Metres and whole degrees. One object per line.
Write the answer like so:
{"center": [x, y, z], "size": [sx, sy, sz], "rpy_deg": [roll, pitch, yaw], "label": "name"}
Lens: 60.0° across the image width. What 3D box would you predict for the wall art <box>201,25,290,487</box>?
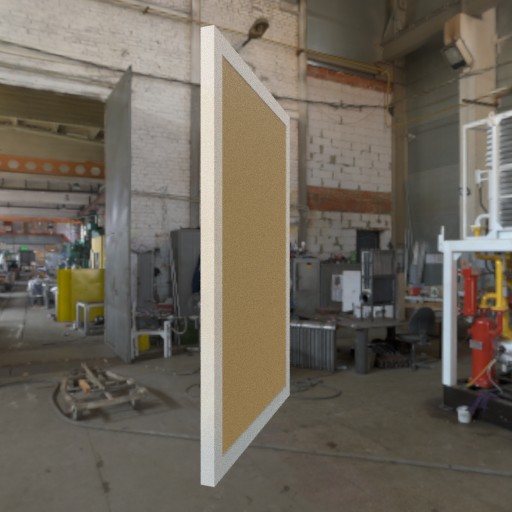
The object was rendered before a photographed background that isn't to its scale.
{"center": [0.000, 0.000, 1.464], "size": [0.038, 1.143, 0.764], "rpy_deg": [0, 0, 18], "label": "wall art"}
